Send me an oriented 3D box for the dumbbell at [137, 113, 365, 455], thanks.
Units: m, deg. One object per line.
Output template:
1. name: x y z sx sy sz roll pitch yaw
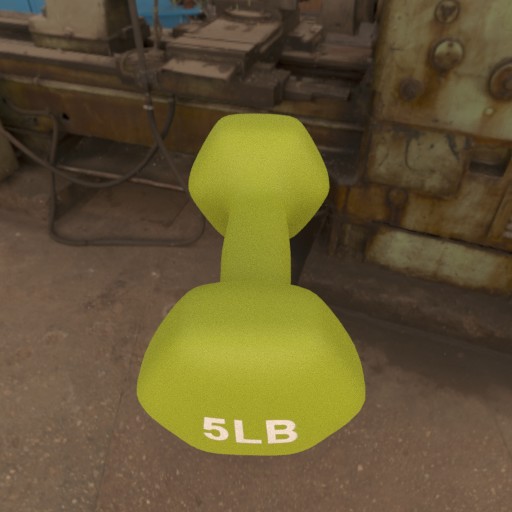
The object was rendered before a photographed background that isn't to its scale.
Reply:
1. dumbbell: 0.000 0.000 0.203 0.080 0.072 0.164 1 42 2
